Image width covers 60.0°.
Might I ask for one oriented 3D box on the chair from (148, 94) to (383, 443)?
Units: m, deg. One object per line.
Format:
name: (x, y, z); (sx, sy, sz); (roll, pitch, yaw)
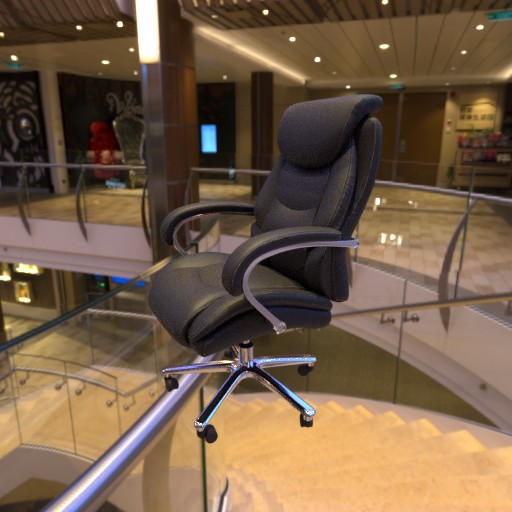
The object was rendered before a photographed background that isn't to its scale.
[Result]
chair: (0.000, 0.000, 1.719); (0.790, 1.183, 0.755); (-8, 17, -26)
